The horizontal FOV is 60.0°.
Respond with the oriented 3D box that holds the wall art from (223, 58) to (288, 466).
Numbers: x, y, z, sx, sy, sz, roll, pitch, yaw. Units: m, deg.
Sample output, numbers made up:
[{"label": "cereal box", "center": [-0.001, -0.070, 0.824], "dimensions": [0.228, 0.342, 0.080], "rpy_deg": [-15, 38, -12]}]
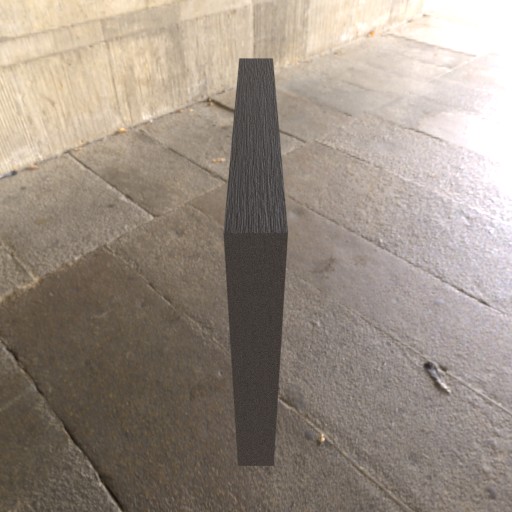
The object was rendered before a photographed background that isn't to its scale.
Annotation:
[{"label": "wall art", "center": [0.000, 0.000, 0.462], "dimensions": [0.036, 0.300, 0.302], "rpy_deg": [0, 41, 0]}]
